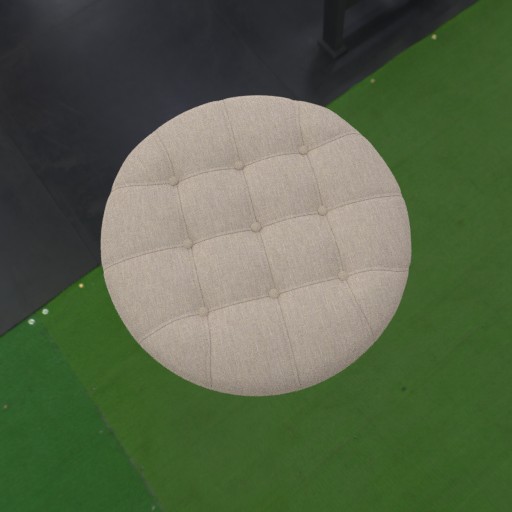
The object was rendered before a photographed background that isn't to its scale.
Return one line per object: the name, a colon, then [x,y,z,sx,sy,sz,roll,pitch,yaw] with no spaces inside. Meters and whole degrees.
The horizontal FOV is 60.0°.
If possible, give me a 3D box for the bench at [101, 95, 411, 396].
bench: [0.000,0.000,1.014,0.600,0.454,0.600,0,75,0]
